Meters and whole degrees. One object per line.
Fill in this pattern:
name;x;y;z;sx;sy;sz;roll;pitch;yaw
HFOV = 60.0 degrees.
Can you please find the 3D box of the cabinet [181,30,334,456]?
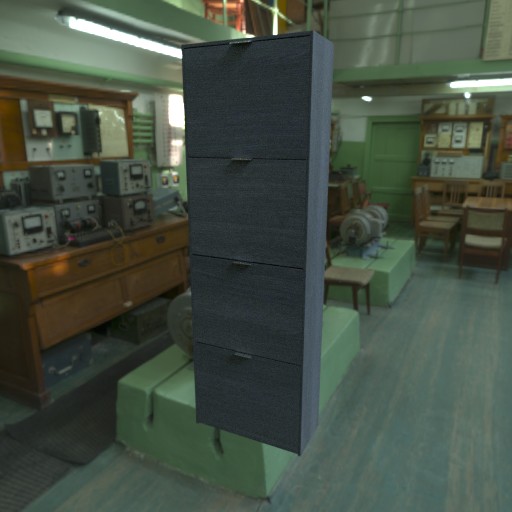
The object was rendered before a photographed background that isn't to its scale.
cabinet;0.000;0.000;1.853;0.520;1.630;0.255;7;16;25
